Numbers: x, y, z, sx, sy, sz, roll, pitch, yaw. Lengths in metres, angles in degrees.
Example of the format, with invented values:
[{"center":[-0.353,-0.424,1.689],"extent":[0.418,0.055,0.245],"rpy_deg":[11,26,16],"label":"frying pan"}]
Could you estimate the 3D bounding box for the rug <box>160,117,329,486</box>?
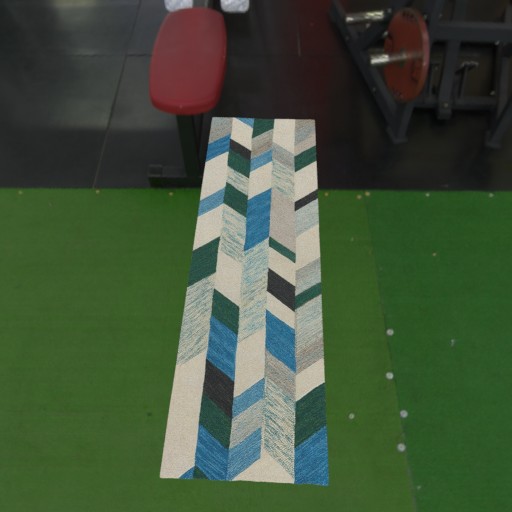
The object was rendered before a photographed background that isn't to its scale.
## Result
[{"center":[0.000,0.000,2.667],"extent":[0.774,0.008,2.437],"rpy_deg":[2,58,1],"label":"rug"}]
